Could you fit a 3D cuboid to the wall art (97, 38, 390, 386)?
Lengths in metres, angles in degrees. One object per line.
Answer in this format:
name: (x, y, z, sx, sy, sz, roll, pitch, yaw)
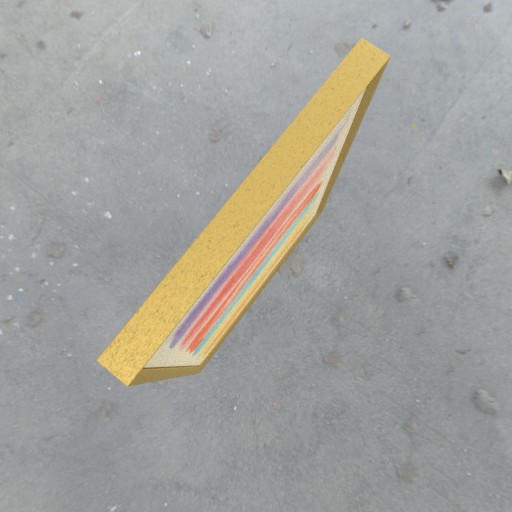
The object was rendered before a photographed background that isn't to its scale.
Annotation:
wall art: (0.000, 0.000, 0.861, 0.048, 0.642, 0.537, 36, 79, 8)
